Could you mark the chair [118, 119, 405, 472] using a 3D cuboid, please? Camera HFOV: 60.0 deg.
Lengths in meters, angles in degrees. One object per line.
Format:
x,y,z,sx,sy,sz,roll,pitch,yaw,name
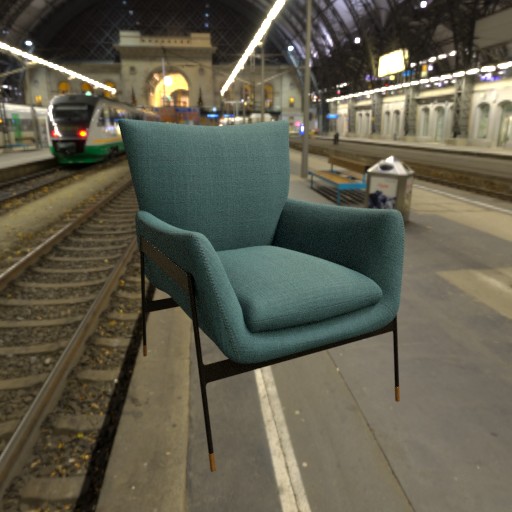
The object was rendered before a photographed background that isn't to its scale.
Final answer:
0.000,0.000,1.444,0.678,0.859,0.769,-8,18,-27,chair
